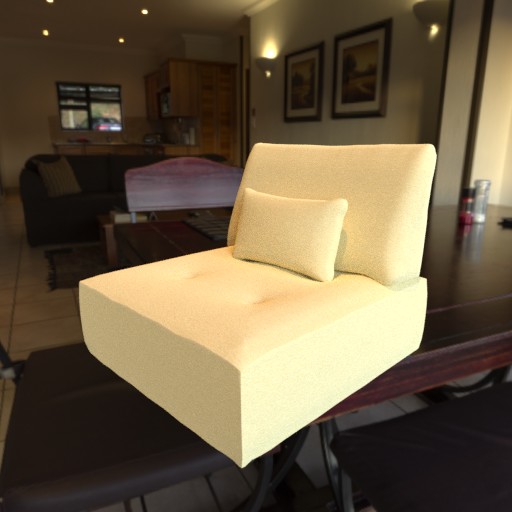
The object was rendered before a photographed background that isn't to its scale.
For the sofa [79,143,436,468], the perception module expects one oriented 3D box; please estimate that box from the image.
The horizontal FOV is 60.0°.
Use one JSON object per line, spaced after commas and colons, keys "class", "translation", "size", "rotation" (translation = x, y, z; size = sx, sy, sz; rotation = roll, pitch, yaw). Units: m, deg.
{"class": "sofa", "translation": [0.000, 0.000, 1.676], "size": [1.000, 0.820, 0.930], "rotation": [-14, 20, -43]}
